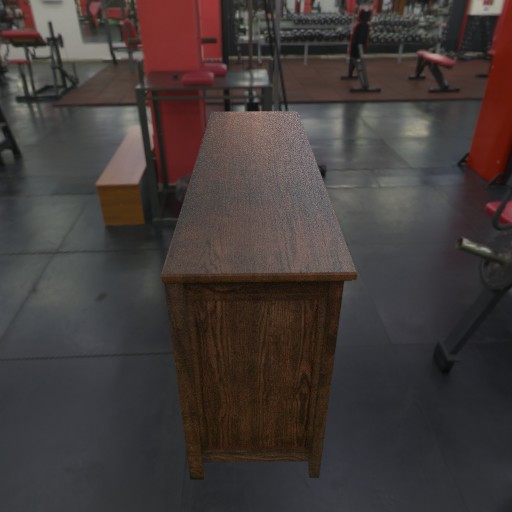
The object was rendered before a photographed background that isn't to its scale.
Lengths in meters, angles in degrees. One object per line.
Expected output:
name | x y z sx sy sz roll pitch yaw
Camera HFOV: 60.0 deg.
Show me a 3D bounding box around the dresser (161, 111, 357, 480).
dresser | 0.000 0.000 1.921 0.463 0.856 1.551 0 32 -1
